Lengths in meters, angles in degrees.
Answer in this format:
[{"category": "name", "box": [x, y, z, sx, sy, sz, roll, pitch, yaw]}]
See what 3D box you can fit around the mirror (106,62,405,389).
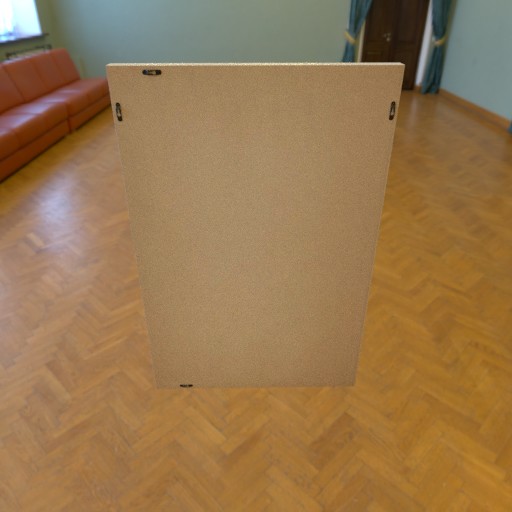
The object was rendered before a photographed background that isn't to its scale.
[{"category": "mirror", "box": [0.000, 0.000, 1.144, 0.609, 0.915, 0.041, -1, 30, -1]}]
